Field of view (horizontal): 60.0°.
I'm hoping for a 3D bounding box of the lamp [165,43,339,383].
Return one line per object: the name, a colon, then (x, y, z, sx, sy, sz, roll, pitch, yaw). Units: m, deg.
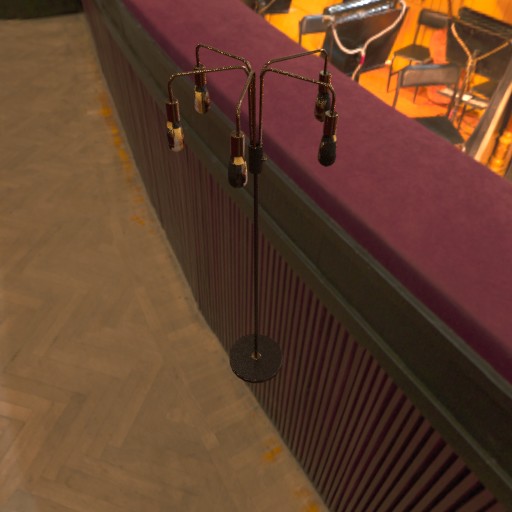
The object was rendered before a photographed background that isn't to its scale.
lamp: (0.000, 0.000, 1.986, 0.599, 1.721, 0.572, -23, 50, -21)
